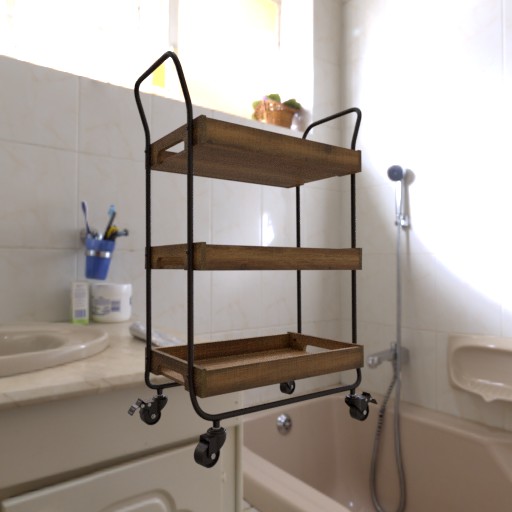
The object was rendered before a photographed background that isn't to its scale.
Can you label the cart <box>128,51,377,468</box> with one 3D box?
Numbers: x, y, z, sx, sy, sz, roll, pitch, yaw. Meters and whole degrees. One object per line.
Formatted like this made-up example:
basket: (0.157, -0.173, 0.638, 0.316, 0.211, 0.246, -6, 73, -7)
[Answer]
cart: (0.000, 0.000, 1.157, 0.583, 0.857, 0.339, 1, -2, -35)
